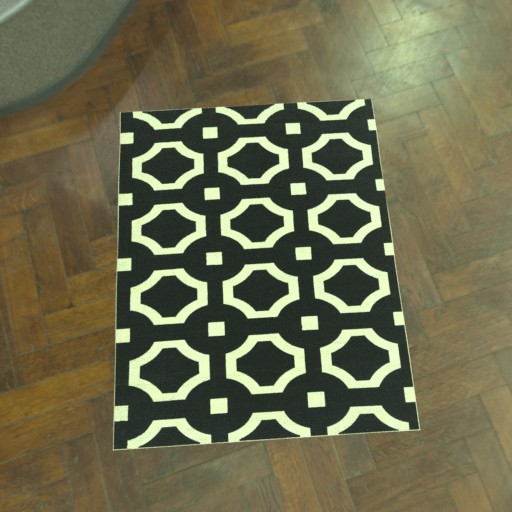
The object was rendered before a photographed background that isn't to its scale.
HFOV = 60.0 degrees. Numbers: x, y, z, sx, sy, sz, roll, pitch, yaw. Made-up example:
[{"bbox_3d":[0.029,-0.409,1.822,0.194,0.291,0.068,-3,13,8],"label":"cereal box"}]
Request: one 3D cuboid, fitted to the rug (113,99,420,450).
[{"bbox_3d":[0.000,0.000,3.932,2.466,0.021,3.049,-3,75,-1],"label":"rug"}]
